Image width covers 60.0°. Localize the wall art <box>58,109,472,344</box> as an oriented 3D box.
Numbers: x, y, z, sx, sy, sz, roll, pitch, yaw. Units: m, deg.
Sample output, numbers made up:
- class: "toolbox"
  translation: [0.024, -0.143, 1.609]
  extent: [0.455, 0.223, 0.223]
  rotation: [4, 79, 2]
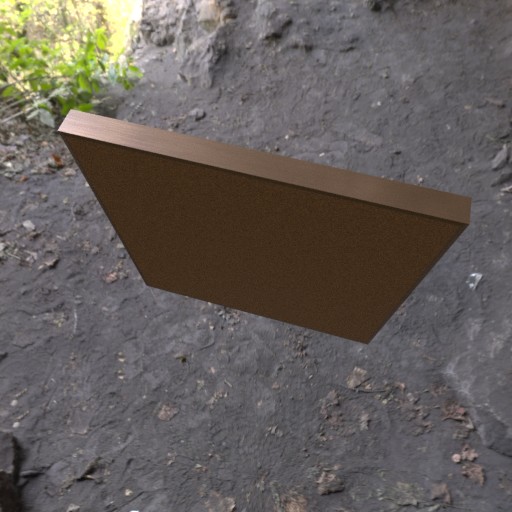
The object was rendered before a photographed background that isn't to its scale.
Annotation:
- class: "wall art"
  translation: [0.000, 0.000, 0.769]
  extent: [0.513, 0.511, 0.038]
  rotation: [14, 64, 7]
